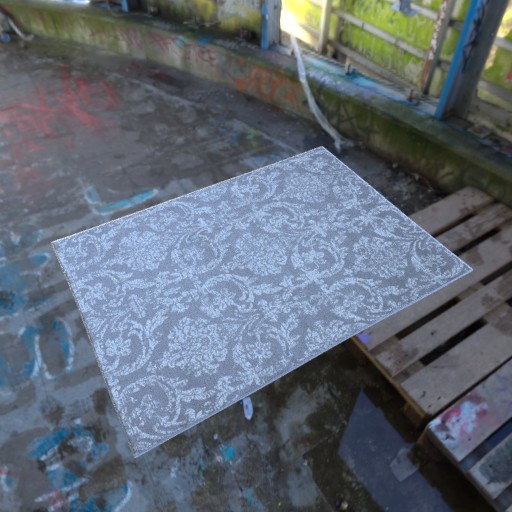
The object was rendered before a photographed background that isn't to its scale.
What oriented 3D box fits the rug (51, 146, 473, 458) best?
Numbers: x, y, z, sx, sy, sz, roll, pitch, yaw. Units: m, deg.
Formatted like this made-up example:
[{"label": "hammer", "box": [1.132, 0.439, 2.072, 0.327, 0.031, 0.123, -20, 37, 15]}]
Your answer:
[{"label": "rug", "box": [0.000, 0.000, 2.834, 2.206, 0.014, 1.578, -23, 51, -20]}]
